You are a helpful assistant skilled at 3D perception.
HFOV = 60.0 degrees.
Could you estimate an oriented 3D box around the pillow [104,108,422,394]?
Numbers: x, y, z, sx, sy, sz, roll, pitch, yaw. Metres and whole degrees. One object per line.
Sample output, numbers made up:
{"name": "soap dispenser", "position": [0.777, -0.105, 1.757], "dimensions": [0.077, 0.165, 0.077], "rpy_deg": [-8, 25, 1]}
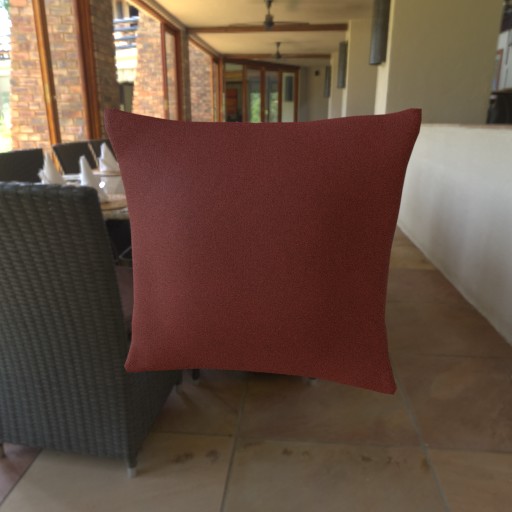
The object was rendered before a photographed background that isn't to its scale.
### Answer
{"name": "pillow", "position": [0.000, 0.000, 0.656], "dimensions": [0.435, 0.416, 0.151], "rpy_deg": [2, 17, 8]}
